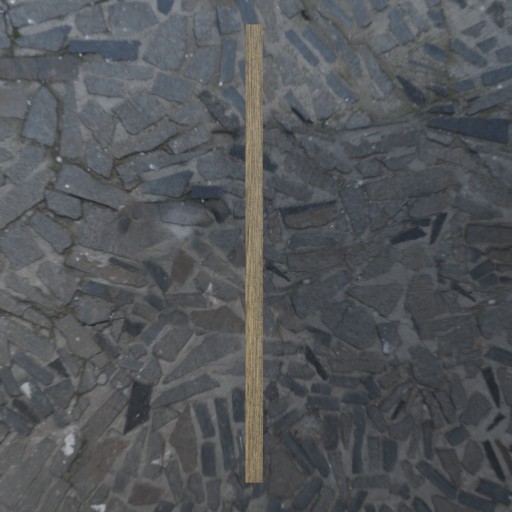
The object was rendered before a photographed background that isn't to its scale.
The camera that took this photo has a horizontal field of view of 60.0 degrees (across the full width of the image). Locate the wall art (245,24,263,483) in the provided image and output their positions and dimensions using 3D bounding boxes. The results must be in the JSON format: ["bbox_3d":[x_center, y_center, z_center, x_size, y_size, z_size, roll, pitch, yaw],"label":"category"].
[{"bbox_3d":[0.000,0.000,0.745,0.019,0.508,0.508,0,89,0],"label":"wall art"}]
